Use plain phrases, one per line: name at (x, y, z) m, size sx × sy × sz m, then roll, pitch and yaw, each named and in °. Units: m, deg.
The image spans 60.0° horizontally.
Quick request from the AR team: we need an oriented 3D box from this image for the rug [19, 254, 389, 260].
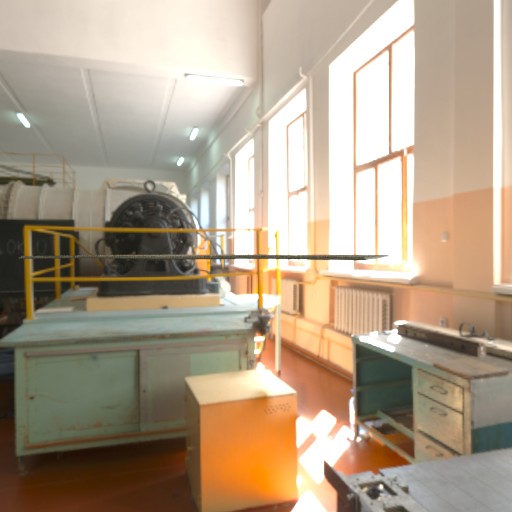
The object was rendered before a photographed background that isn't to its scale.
rug at (0.000, 0.000, 3.909) m, size 2.158 × 0.024 × 3.063 m, roll 0°, pitch 0°, yaw 19°
